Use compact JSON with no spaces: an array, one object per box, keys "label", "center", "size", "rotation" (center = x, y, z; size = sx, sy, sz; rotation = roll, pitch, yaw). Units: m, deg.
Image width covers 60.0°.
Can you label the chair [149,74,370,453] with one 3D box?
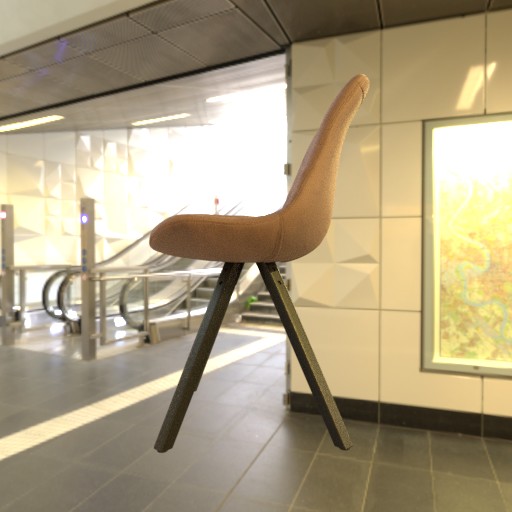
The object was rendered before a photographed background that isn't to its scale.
[{"label":"chair","center":[0.000,0.000,1.185],"size":[0.547,0.865,0.483],"rotation":[0,1,0]}]
